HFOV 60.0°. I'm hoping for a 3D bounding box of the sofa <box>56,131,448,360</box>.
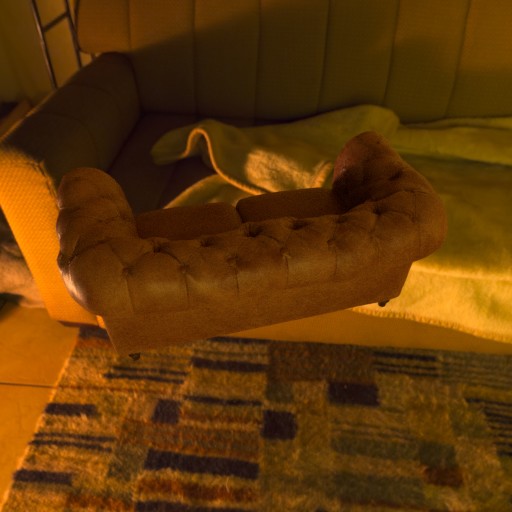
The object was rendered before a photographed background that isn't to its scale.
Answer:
[{"bbox_3d":[0.000,0.000,2.490,1.979,0.877,1.042,-10,42,-12],"label":"sofa"}]
